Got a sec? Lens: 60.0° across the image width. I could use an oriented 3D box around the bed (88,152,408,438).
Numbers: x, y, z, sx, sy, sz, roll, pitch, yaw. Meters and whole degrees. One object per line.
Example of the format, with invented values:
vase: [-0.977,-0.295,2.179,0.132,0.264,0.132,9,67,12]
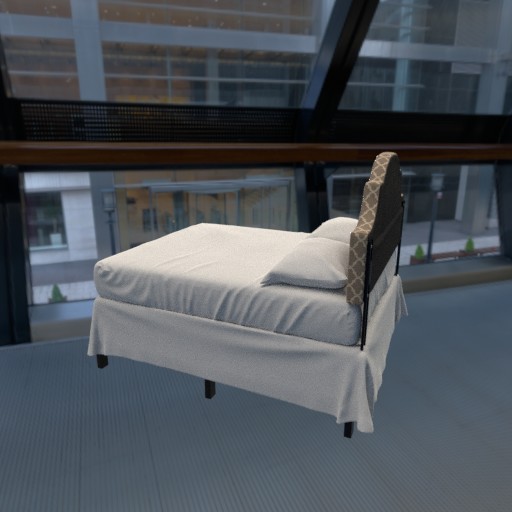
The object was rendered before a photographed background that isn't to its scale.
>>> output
bed: [0.000,0.000,3.488,2.222,1.633,1.780,7,18,23]
